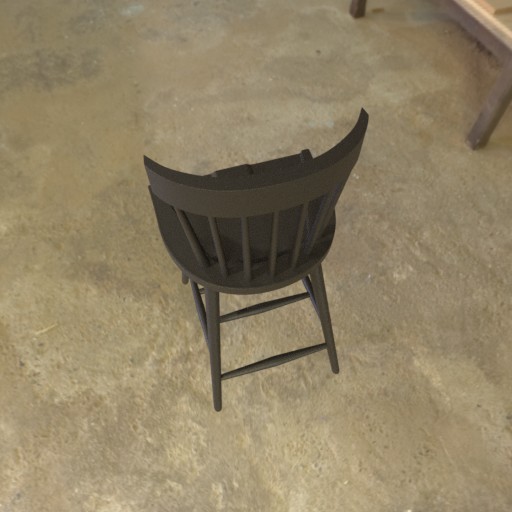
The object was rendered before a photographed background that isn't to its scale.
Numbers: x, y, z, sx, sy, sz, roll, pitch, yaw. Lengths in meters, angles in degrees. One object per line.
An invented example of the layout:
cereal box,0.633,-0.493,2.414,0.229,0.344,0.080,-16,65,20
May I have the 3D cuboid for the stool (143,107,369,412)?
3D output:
stool,0.000,0.000,1.279,0.494,0.953,0.549,-15,59,-9
